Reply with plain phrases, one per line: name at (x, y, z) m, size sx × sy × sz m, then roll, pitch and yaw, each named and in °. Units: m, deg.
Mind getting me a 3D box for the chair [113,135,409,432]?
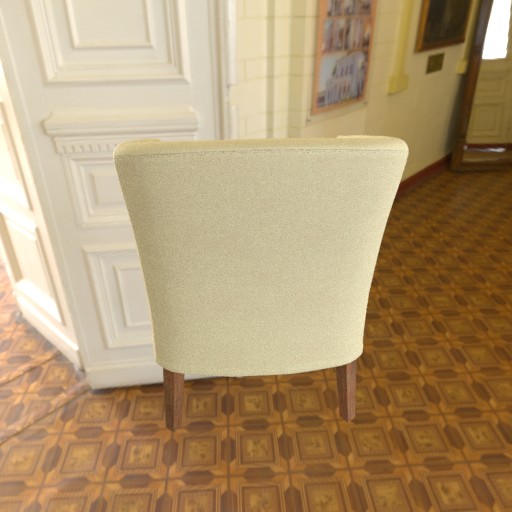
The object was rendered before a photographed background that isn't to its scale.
chair at (0.000, 0.000, 1.261) m, size 0.643 × 0.822 × 0.657 m, roll -2°, pitch 30°, yaw -3°
